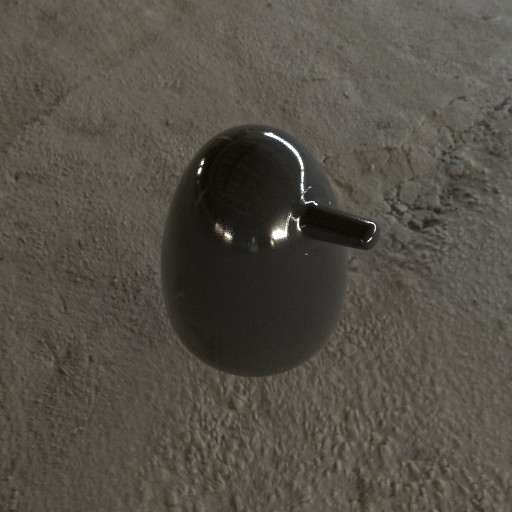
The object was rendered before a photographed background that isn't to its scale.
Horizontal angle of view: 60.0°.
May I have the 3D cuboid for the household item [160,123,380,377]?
[{"bbox_3d":[0.000,0.000,0.222,0.104,0.152,0.102,33,65,17],"label":"household item"}]
